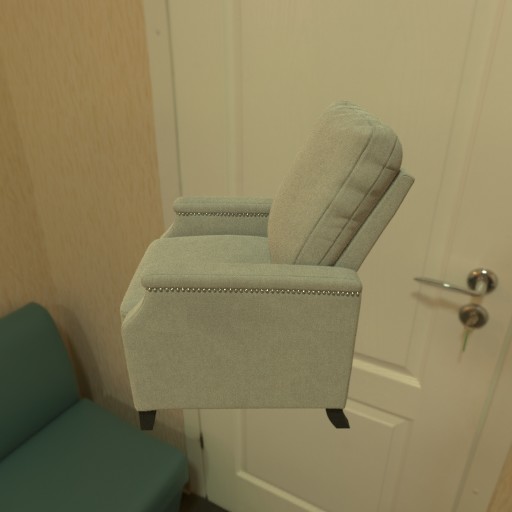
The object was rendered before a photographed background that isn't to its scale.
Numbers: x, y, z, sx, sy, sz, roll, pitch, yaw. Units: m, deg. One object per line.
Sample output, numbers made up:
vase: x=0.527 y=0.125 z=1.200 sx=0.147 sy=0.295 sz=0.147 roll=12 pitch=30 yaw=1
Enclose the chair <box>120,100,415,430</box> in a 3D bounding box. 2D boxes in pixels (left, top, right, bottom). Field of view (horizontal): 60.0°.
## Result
chair: x=0.000 y=0.000 z=1.659 sx=0.922 sy=1.049 sz=0.710 roll=0 pitch=27 yaw=-1
